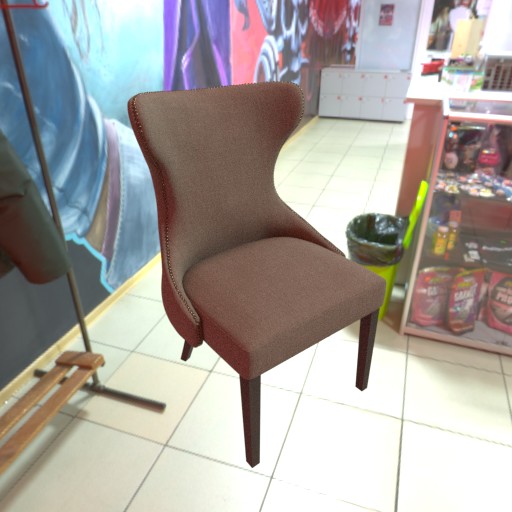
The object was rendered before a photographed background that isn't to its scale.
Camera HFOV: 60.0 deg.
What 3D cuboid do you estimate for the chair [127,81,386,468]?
[{"bbox_3d":[0.000,0.000,1.400,0.628,0.967,0.635,-21,35,-33],"label":"chair"}]
